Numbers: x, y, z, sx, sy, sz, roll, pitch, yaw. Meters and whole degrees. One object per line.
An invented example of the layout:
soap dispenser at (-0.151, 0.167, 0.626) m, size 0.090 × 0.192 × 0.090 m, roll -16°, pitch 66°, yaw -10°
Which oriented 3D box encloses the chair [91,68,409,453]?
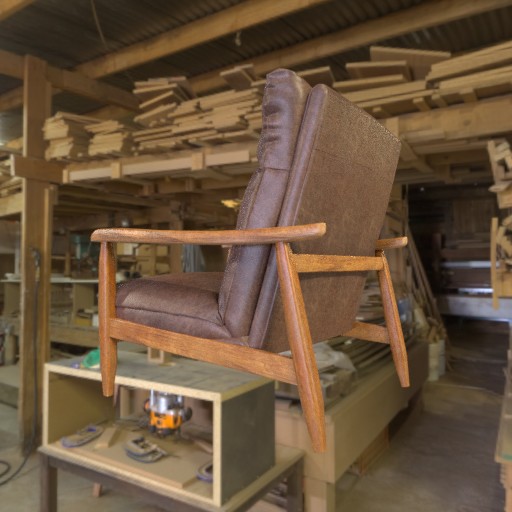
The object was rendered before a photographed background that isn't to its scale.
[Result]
chair at (0.000, 0.000, 1.491) m, size 0.830 × 0.897 × 0.782 m, roll -1°, pitch -1°, yaw 35°
